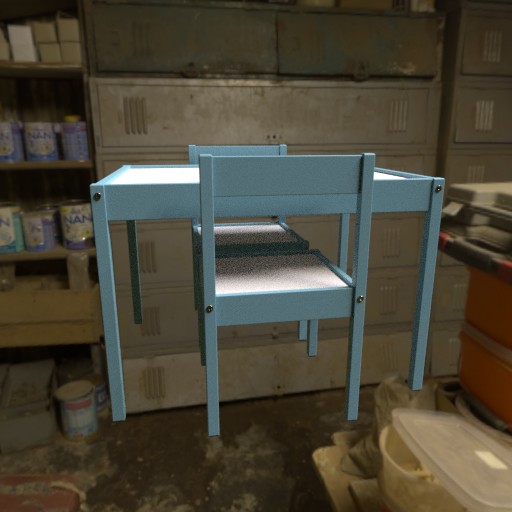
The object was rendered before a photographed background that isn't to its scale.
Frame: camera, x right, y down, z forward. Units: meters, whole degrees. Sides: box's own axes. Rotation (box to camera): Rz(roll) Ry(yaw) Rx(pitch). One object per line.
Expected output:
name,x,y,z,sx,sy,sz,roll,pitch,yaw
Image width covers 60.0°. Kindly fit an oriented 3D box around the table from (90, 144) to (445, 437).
table,0.000,0.000,1.063,0.639,0.503,0.633,-3,16,-10
